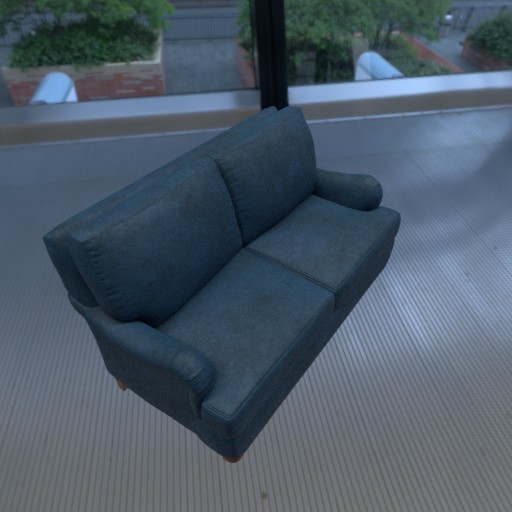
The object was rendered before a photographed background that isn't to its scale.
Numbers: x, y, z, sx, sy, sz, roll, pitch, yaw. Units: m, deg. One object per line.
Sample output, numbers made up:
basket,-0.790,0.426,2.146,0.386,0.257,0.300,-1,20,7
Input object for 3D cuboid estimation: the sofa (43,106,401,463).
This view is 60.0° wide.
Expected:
sofa,0.000,0.000,2.541,1.084,1.101,1.853,25,47,26
